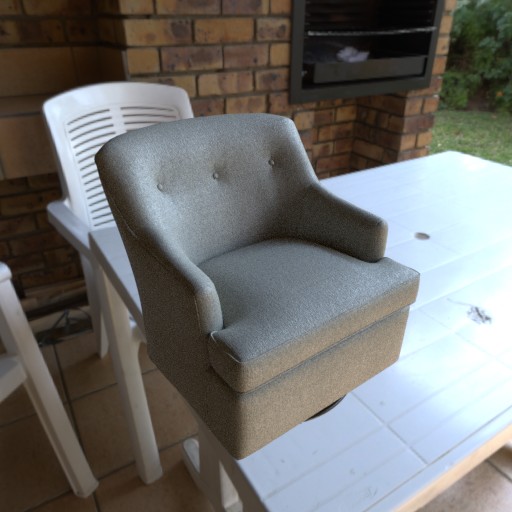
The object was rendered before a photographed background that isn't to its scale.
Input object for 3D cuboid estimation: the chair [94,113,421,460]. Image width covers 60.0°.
[{"bbox_3d":[0.000,0.000,1.634,0.864,0.856,0.923,-19,34,-31],"label":"chair"}]
